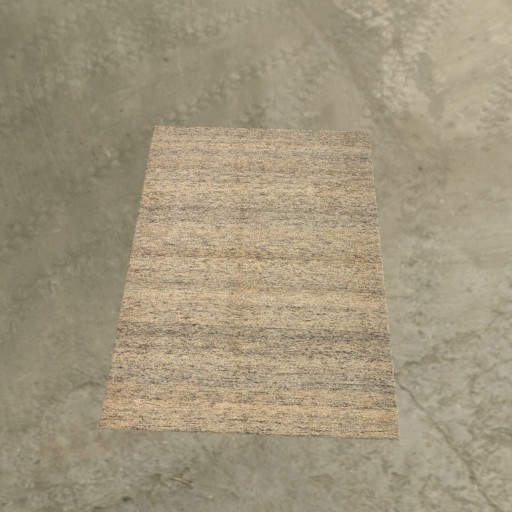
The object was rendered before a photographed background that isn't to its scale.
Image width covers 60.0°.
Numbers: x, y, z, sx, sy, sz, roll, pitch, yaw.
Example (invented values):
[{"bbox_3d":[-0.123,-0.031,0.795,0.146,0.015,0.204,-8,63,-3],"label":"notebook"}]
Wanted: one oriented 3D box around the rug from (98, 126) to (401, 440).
[{"bbox_3d":[0.000,0.000,4.260,2.414,0.036,3.199,2,63,1],"label":"rug"}]
